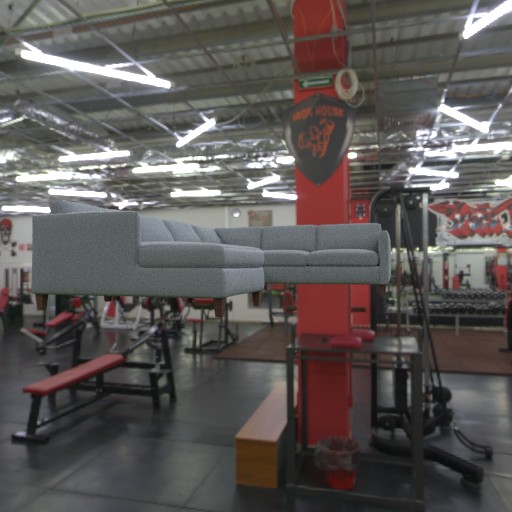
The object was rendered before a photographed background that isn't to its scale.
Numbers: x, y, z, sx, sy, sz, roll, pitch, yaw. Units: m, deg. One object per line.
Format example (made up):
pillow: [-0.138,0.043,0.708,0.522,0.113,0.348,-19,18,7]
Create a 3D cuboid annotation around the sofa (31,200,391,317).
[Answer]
sofa: [0.000,0.000,4.440,2.551,0.853,3.238,0,-1,18]
